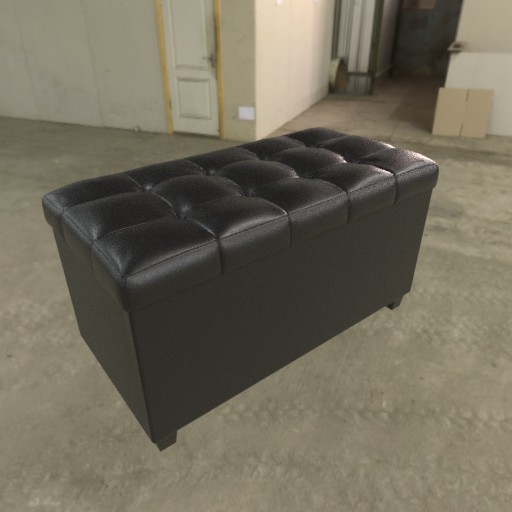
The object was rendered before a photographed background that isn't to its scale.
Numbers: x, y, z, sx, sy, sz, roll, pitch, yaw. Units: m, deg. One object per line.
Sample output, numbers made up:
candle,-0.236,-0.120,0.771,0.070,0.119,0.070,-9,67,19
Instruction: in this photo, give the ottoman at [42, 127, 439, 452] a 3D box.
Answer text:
ottoman,0.000,0.000,1.112,0.838,0.470,0.432,-22,37,-32
